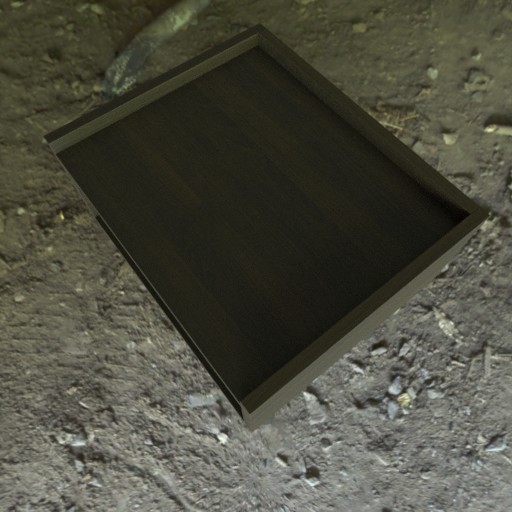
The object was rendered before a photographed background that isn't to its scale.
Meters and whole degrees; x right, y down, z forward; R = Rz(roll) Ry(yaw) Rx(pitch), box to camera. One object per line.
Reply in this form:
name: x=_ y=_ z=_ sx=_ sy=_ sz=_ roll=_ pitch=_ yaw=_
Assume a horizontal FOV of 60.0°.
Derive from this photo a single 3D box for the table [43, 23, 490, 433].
table: x=0.000 y=0.000 z=0.776 sx=0.370 sy=0.470 sz=0.450 roll=-35 pitch=69 yaw=-16
